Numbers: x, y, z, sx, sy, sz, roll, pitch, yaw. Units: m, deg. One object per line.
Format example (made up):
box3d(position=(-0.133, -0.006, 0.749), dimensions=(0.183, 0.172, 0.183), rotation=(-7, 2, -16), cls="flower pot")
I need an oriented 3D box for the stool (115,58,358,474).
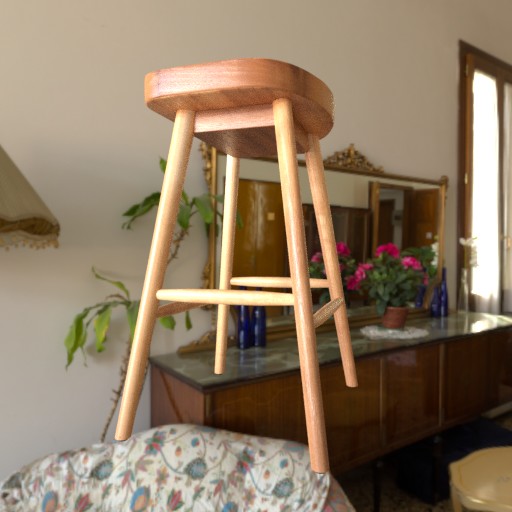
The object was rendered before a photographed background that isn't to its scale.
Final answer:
box3d(position=(0.000, 0.000, 0.885), dimensions=(0.361, 0.615, 0.440), rotation=(0, 1, 19), cls="stool")
